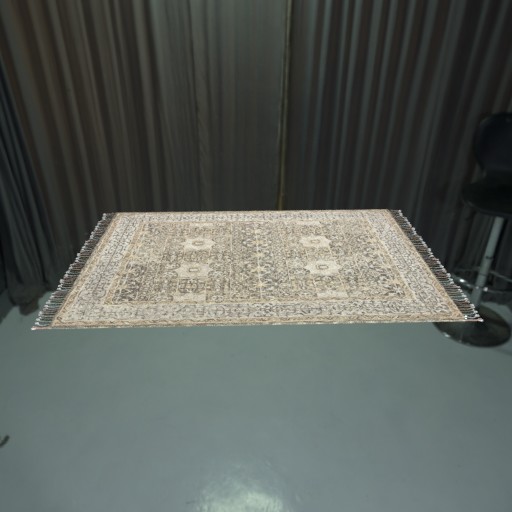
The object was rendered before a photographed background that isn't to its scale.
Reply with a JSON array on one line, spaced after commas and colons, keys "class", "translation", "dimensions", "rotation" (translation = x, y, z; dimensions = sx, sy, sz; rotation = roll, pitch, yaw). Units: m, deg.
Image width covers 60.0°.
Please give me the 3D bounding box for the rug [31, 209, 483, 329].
[{"class": "rug", "translation": [0.000, 0.000, 2.500], "dimensions": [2.029, 0.010, 1.237], "rotation": [-1, 30, -1]}]
